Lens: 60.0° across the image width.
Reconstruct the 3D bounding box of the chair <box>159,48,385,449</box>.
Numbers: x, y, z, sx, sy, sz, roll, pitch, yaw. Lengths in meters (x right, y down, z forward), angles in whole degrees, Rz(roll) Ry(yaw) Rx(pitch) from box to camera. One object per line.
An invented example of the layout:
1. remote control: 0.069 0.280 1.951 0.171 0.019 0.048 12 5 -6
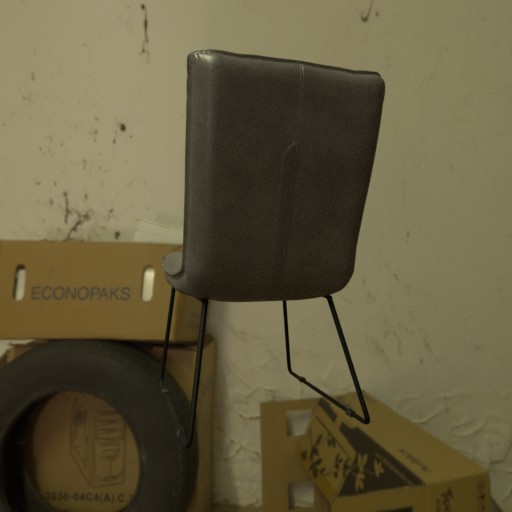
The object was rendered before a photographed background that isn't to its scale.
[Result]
1. chair: 0.000 0.000 1.345 0.515 0.932 0.688 0 0 -18
